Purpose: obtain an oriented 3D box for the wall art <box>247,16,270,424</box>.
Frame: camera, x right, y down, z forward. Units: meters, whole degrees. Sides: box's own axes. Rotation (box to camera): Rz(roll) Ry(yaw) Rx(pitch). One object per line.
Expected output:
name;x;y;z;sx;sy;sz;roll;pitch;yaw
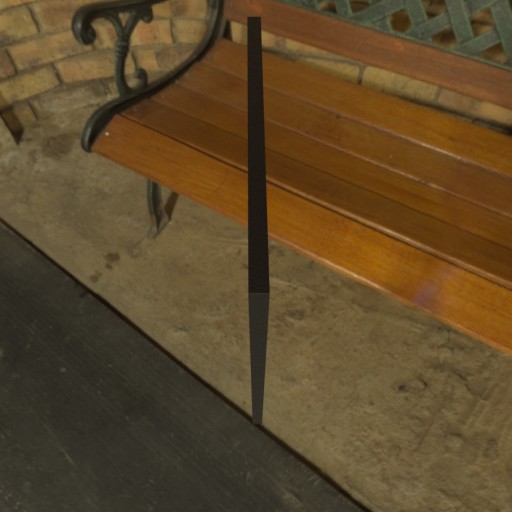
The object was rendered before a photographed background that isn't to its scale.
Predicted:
wall art;0.000;0.000;1.397;0.036;1.070;0.802;-1;58;0
